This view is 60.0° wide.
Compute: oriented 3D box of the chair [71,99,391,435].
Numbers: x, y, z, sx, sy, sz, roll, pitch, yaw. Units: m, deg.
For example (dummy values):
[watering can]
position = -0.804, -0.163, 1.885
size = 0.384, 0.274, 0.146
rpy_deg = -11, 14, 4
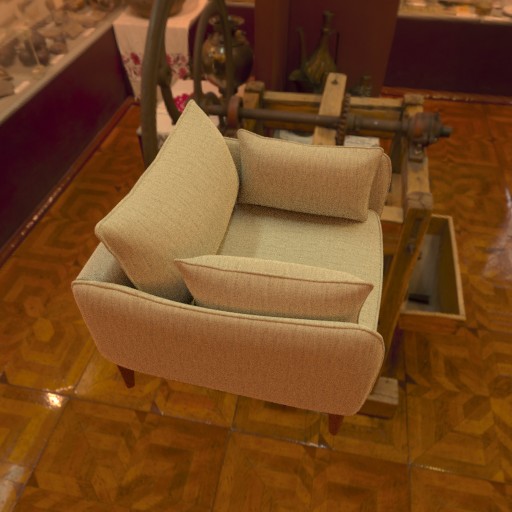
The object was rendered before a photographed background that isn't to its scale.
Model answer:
[chair]
position = 0.000, 0.000, 1.747
size = 0.991, 0.855, 0.994
rpy_deg = 10, 48, 9
